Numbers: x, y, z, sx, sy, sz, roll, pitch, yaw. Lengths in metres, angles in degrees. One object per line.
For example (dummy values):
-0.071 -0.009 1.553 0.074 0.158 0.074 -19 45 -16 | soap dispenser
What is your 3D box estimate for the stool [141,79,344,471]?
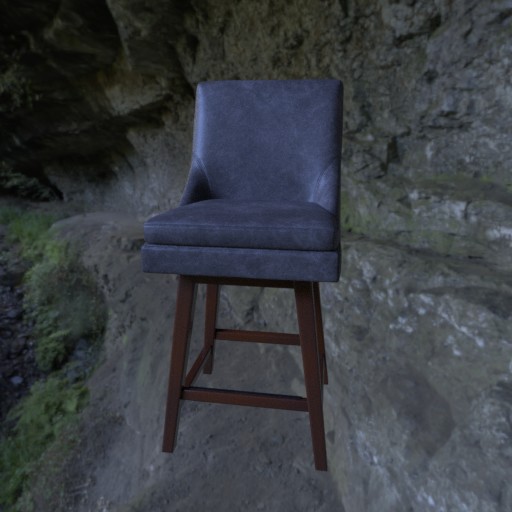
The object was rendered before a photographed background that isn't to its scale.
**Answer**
0.000 0.000 1.338 0.492 1.046 0.587 3 16 9 | stool
